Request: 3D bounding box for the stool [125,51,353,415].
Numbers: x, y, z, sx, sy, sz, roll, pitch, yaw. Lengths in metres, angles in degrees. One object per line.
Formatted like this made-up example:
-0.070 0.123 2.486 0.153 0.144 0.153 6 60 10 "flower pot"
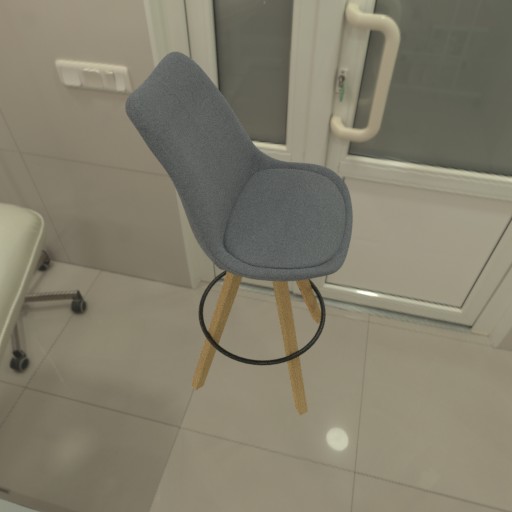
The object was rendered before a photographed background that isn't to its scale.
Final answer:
0.000 0.000 1.400 0.550 1.115 0.485 10 48 9 "stool"
